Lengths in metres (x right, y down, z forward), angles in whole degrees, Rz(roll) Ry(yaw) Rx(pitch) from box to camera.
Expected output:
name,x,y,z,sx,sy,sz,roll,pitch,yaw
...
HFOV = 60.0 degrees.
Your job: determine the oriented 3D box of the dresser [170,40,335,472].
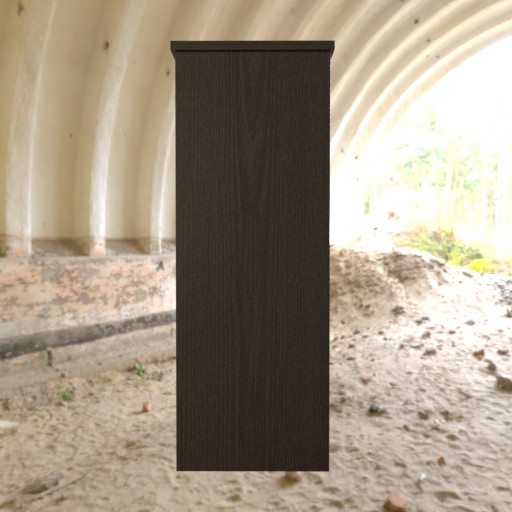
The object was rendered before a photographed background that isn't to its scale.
name,x,y,z,sx,sy,sz,roll,pitch,yaw
dresser,0.000,0.000,1.397,0.399,1.020,0.704,0,1,0
